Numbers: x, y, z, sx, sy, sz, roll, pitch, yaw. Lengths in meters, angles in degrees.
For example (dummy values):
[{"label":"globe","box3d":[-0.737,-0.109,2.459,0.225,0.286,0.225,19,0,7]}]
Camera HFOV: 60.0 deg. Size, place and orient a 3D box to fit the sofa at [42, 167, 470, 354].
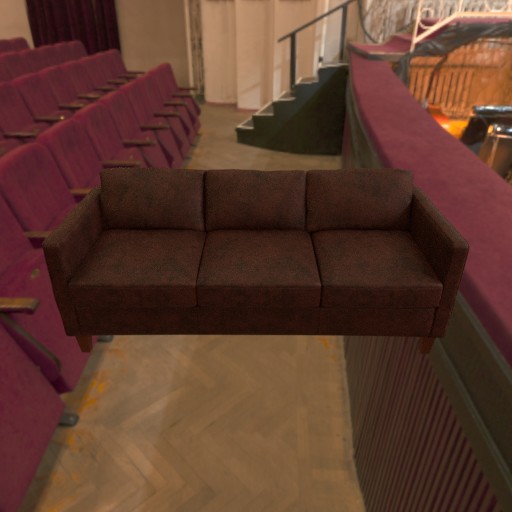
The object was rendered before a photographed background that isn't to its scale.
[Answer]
[{"label":"sofa","box3d":[0.000,0.000,3.045,2.464,1.006,1.045,0,29,0]}]
